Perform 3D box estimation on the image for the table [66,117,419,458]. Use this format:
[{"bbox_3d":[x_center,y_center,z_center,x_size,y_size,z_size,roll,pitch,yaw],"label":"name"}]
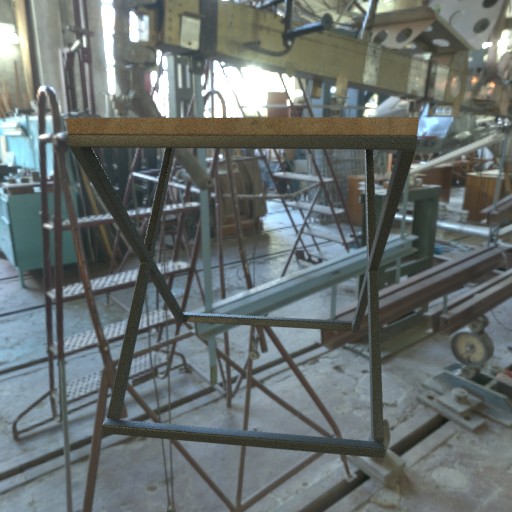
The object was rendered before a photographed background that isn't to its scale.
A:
[{"bbox_3d":[0.000,0.000,0.928,0.499,0.550,0.498,2,17,7],"label":"table"}]
